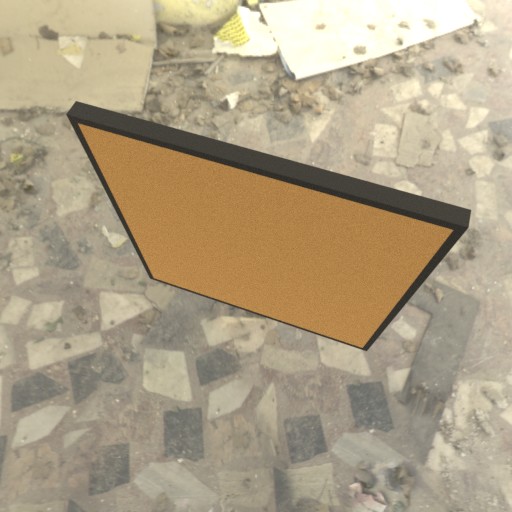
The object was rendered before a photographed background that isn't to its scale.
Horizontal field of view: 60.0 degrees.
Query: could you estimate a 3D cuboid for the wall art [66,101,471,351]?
[{"bbox_3d":[0.000,0.000,1.141,0.763,0.763,0.038,17,64,9],"label":"wall art"}]
